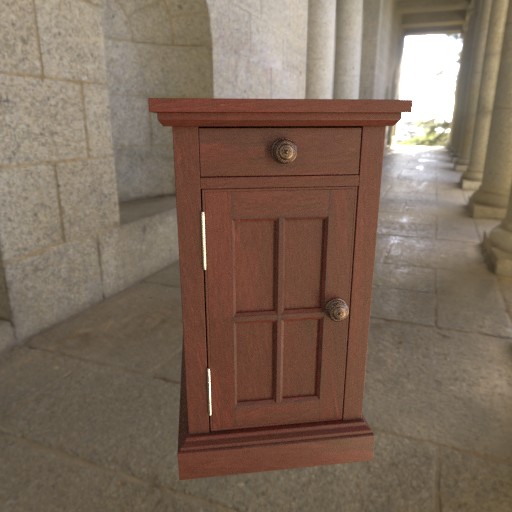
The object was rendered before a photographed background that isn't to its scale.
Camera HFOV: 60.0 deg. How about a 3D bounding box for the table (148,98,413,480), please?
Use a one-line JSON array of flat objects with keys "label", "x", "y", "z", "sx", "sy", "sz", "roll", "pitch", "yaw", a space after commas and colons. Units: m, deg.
[{"label": "table", "x": 0.000, "y": 0.000, "z": 0.951, "sx": 0.356, "sy": 0.612, "sz": 0.584, "roll": -2, "pitch": 17, "yaw": -7}]
